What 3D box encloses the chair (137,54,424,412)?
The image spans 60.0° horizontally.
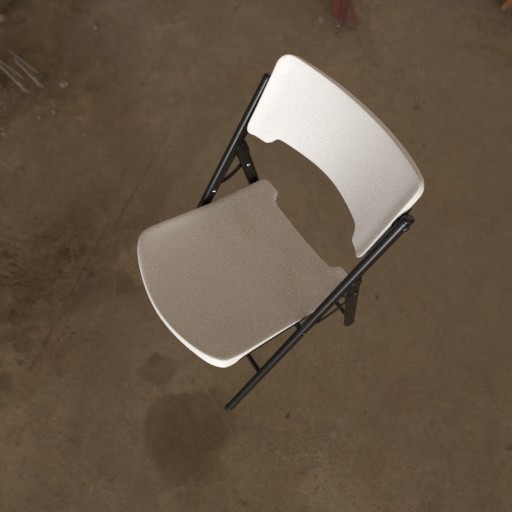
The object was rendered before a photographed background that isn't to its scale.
[{"bbox_3d":[0.000,0.000,1.158,0.577,0.765,0.482,-32,68,-14],"label":"chair"}]
